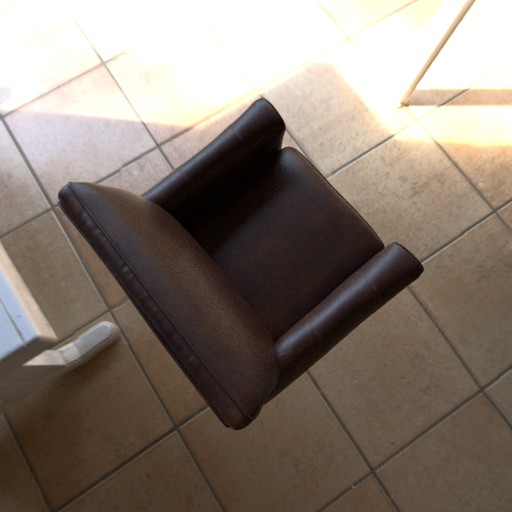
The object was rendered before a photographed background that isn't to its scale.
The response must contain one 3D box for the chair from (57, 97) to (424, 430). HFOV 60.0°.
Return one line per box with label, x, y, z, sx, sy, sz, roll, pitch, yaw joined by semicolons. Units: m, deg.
chair;0.000;0.000;1.658;0.823;0.943;0.870;-38;78;-9
